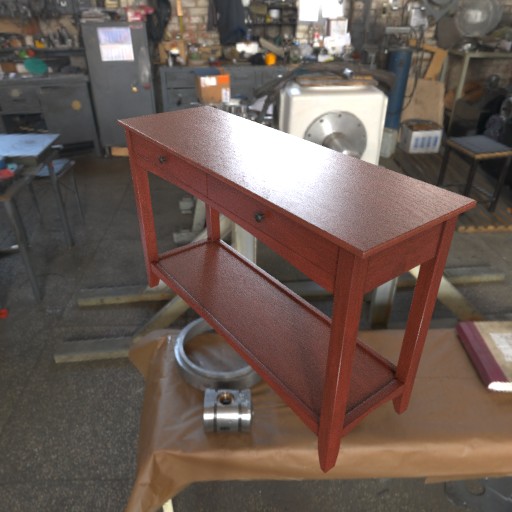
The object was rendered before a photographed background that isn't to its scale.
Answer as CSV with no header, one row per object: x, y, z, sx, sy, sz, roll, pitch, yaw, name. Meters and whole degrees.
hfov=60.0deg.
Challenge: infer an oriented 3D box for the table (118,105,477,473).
0.000,0.000,1.524,0.392,0.739,1.188,-21,37,-31,table
